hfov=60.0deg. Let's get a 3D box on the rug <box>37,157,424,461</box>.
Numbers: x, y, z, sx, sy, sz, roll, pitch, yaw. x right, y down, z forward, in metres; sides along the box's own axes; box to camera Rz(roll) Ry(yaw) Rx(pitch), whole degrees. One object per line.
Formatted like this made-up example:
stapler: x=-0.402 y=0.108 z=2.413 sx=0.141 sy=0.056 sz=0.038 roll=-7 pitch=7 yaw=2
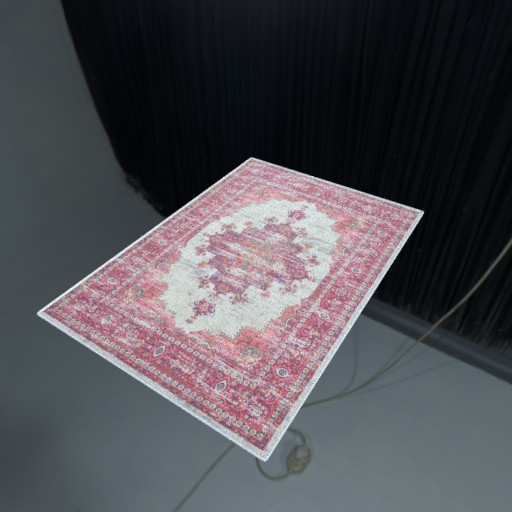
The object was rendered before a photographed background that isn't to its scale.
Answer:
rug: x=0.000 y=0.000 z=2.293 sx=1.217 sy=0.011 sz=1.747 roll=23 pitch=45 yaw=25
